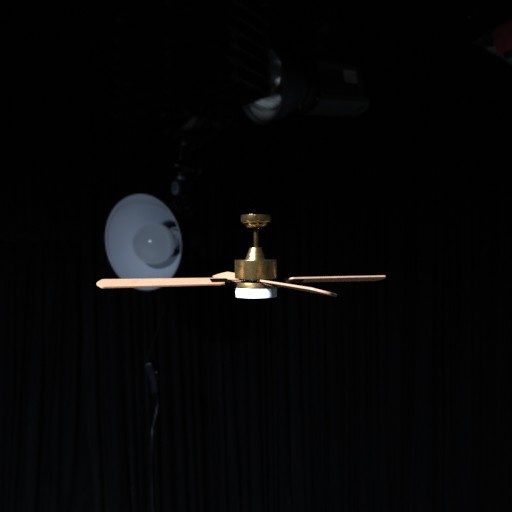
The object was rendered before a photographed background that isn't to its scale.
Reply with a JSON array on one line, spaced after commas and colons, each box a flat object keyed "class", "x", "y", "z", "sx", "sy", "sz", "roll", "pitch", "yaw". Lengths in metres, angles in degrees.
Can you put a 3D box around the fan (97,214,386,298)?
[{"class": "fan", "x": 0.000, "y": 0.000, "z": 1.950, "sx": 1.320, "sy": 0.355, "sz": 1.320, "roll": 0, "pitch": 0, "yaw": -19}]
